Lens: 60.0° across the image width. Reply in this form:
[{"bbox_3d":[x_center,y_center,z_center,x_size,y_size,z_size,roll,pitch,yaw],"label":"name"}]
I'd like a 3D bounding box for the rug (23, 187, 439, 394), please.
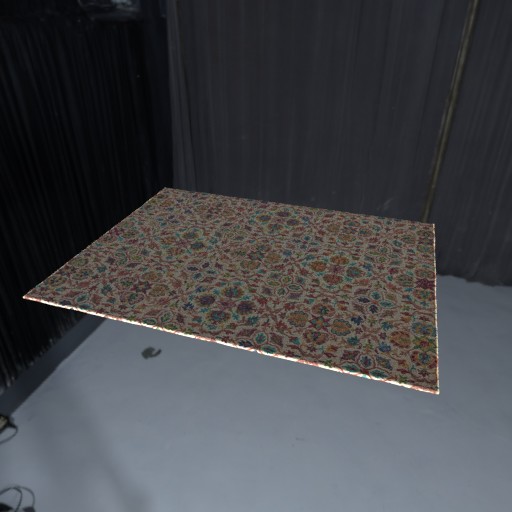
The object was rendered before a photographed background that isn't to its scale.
[{"bbox_3d":[0.000,0.000,4.185,3.215,0.020,2.446,10,33,16],"label":"rug"}]
